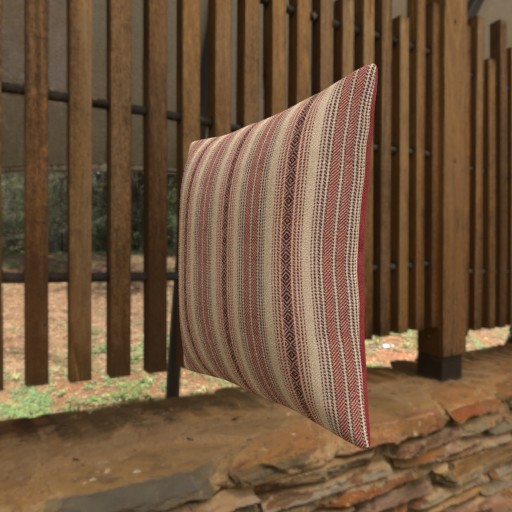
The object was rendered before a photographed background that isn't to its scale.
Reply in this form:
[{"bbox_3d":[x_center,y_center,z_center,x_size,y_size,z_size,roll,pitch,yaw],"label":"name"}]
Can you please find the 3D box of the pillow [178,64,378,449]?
[{"bbox_3d":[0.000,0.000,0.774,0.166,0.497,0.513,0,0,-36],"label":"pillow"}]
